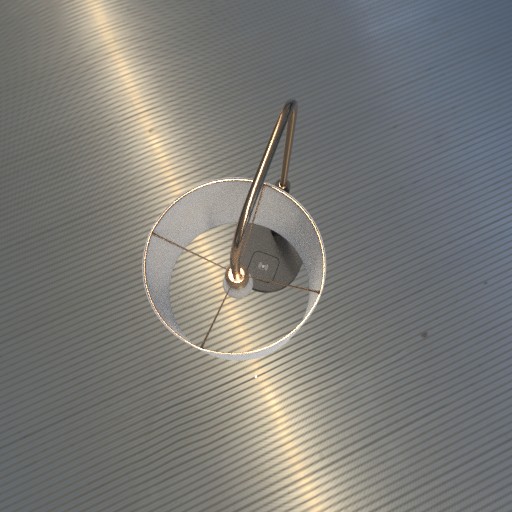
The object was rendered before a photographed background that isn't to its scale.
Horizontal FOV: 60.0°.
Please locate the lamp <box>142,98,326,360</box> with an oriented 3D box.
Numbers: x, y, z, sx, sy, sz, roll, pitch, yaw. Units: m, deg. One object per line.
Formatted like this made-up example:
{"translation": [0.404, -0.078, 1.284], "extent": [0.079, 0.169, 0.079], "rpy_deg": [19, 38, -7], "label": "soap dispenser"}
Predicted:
{"translation": [0.000, 0.000, 0.706], "extent": [0.199, 0.540, 0.337], "rpy_deg": [19, 76, 5], "label": "lamp"}
